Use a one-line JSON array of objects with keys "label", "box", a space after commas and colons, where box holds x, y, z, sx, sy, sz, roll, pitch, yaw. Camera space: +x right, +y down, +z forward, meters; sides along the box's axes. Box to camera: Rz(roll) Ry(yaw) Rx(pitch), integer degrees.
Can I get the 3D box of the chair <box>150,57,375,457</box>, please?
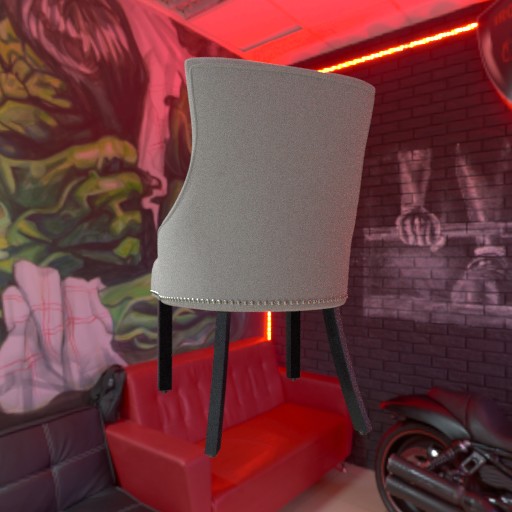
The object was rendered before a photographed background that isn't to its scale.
[{"label": "chair", "box": [0.000, 0.000, 1.318, 0.566, 0.909, 0.629, 0, -1, -19]}]
